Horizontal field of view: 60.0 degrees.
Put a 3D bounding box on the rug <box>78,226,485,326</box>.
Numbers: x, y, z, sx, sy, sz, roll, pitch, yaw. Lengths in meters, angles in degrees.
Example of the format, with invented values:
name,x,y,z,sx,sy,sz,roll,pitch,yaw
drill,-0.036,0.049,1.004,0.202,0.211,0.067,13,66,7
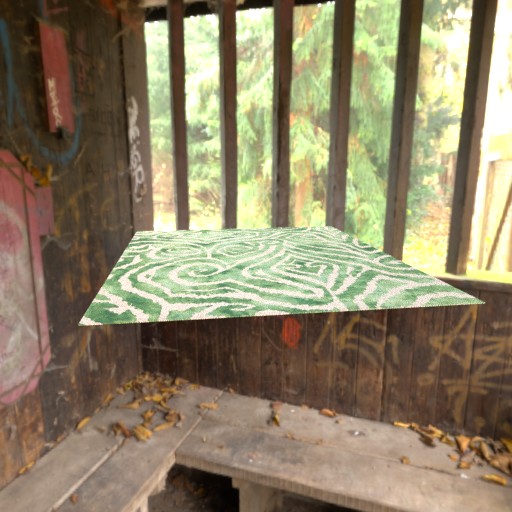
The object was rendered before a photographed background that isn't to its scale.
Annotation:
name,x,y,z,sx,sy,sz,roll,pitch,yaw
rug,0.000,0.000,4.061,2.436,0.007,3.045,-2,13,-9
